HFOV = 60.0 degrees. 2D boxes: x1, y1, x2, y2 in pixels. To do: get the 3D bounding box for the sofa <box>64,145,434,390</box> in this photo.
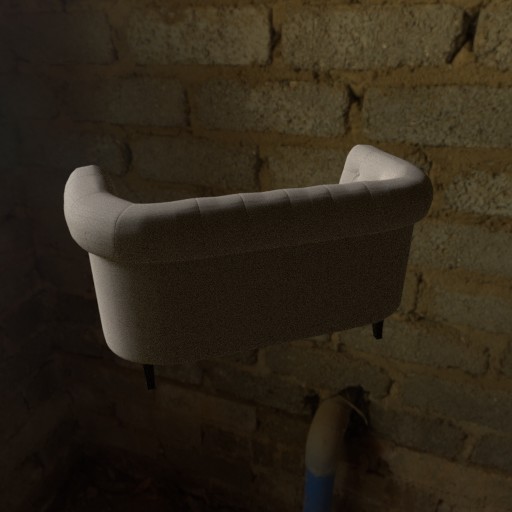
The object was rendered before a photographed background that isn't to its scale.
[{"bbox_3d":[0.000,0.000,2.052,1.558,0.827,0.835,-8,27,-16],"label":"sofa"}]
